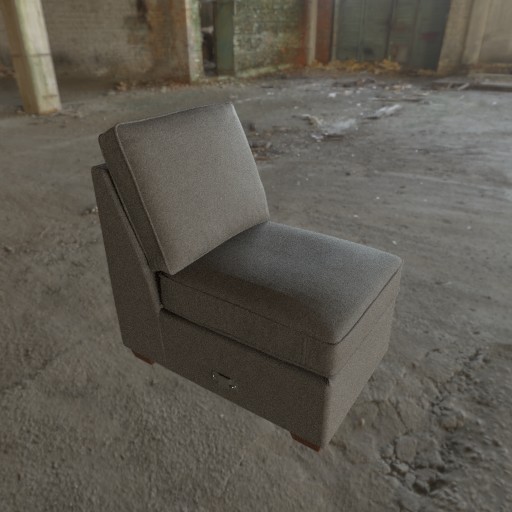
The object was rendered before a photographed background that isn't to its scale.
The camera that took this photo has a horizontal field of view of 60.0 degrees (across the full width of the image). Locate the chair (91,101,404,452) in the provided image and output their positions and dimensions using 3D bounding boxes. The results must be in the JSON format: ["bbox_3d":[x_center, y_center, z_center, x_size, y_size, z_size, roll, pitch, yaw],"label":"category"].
[{"bbox_3d":[0.000,0.000,1.618,0.938,0.970,0.621,17,32,30],"label":"chair"}]
